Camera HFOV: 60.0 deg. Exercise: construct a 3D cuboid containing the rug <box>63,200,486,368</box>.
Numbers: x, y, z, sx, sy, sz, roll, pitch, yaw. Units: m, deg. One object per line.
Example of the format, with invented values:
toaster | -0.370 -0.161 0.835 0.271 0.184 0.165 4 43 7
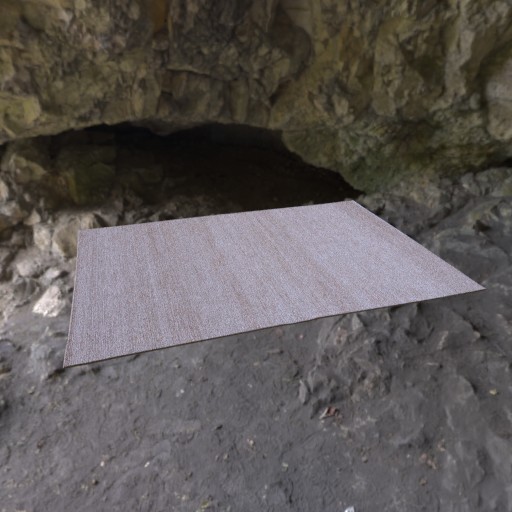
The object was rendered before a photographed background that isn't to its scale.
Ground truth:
rug | 0.000 0.000 2.917 2.283 0.030 1.596 -8 27 -15
